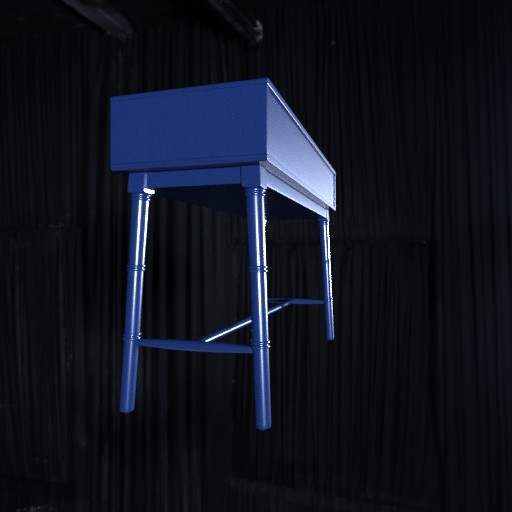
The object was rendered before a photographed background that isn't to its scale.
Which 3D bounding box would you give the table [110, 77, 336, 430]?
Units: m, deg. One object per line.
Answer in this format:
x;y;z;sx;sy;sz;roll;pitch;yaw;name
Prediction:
0.000;0.000;1.513;0.399;0.749;1.118;0;0;17;table
